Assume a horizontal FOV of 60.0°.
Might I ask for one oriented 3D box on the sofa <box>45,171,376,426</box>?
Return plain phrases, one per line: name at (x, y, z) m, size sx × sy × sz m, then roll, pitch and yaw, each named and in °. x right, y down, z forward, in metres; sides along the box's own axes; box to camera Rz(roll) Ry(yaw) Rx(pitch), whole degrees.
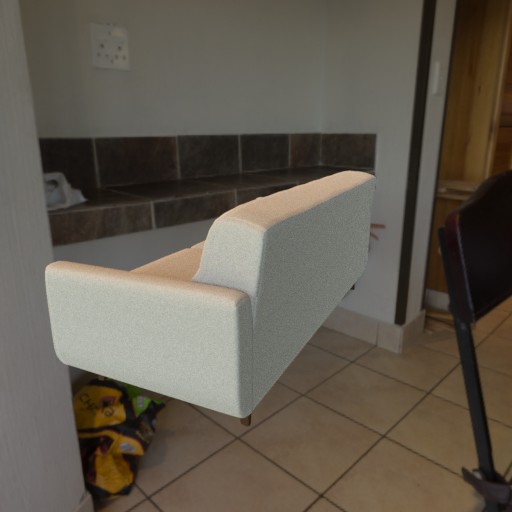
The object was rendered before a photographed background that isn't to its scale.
sofa at (0.000, 0.000, 2.615) m, size 0.980 × 0.892 × 2.137 m, roll 8°, pitch 18°, yaw 25°
